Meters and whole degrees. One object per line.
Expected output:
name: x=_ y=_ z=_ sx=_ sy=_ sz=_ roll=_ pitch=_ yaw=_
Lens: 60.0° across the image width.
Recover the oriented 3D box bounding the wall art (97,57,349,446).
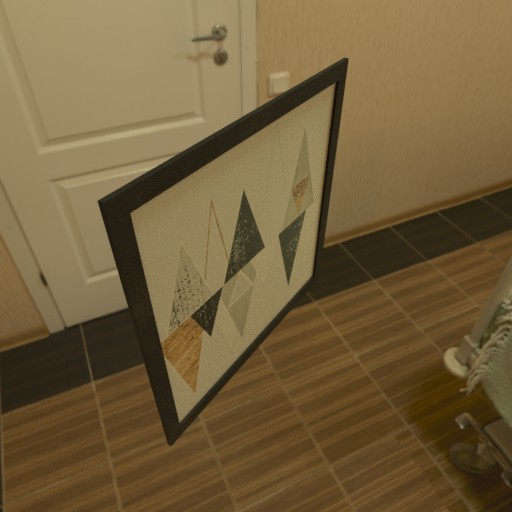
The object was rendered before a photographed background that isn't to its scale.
wall art: x=0.000 y=0.000 z=1.212 sx=0.013 sy=0.823 sz=0.823 roll=26 pitch=48 yaw=26
